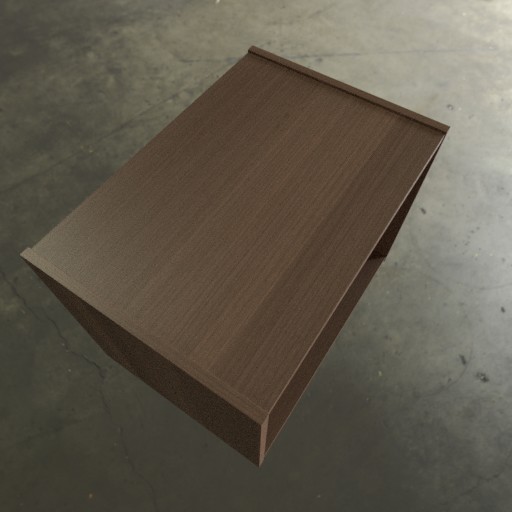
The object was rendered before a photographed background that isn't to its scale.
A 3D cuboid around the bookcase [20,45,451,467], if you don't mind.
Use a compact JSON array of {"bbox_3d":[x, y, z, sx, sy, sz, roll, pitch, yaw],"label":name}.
[{"bbox_3d":[0.000,0.000,0.620,0.290,0.305,0.415,30,63,17],"label":"bookcase"}]
